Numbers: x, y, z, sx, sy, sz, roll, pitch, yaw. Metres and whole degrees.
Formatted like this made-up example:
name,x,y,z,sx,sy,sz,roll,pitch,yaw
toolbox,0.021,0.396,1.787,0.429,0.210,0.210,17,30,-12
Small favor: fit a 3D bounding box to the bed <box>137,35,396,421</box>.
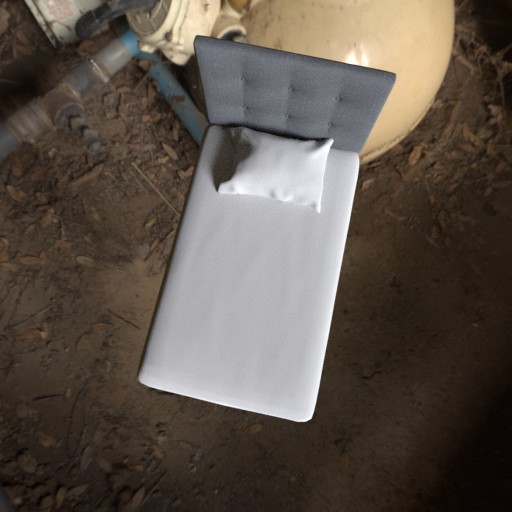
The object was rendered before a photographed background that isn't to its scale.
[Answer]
name,x,y,z,sx,sy,sz,roll,pitch,yaw
bed,0.000,0.000,2.962,1.261,1.571,1.997,12,77,3
